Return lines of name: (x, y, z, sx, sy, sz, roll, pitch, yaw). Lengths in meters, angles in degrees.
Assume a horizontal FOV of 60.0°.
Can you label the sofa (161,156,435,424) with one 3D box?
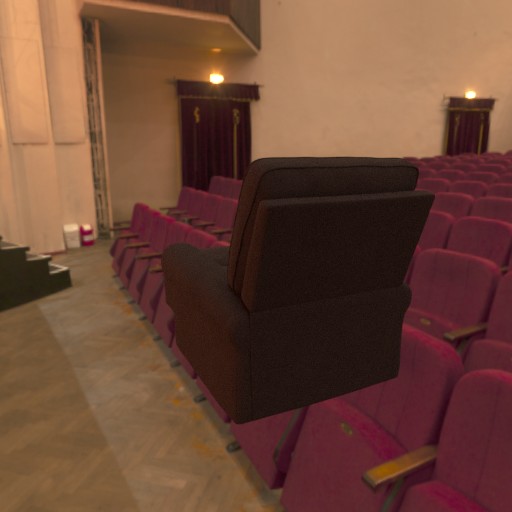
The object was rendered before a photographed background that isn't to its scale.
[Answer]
sofa: (0.000, 0.000, 2.125, 0.880, 0.959, 1.478, -7, 16, -26)
